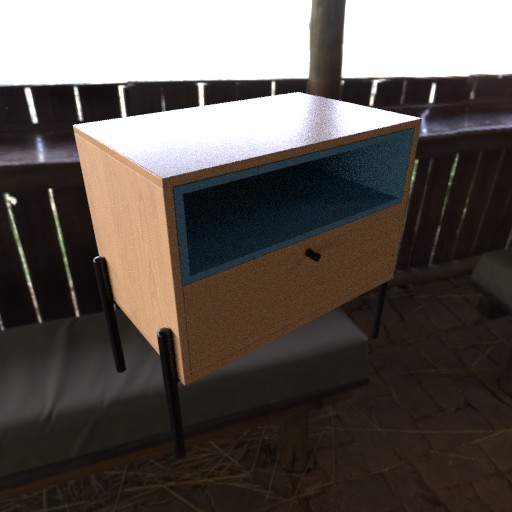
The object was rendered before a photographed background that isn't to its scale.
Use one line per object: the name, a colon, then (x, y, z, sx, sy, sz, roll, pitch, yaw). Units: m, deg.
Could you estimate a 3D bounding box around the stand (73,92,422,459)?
stand: (0.000, 0.000, 1.016, 0.630, 0.600, 0.400, -21, 36, -32)
